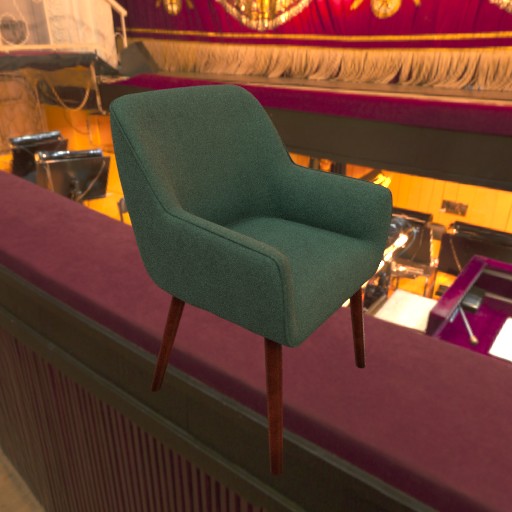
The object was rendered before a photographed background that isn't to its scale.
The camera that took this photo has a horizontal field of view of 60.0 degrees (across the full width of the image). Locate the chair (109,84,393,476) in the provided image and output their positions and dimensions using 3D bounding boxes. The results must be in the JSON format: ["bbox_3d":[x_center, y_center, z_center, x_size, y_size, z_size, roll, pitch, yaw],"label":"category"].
[{"bbox_3d":[0.000,0.000,1.160,0.519,0.803,0.543,18,31,32],"label":"chair"}]
